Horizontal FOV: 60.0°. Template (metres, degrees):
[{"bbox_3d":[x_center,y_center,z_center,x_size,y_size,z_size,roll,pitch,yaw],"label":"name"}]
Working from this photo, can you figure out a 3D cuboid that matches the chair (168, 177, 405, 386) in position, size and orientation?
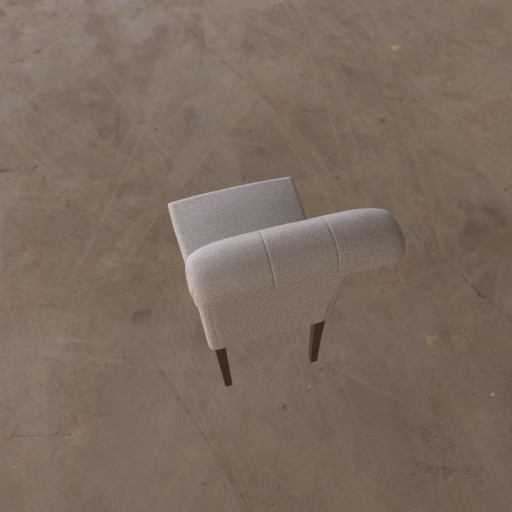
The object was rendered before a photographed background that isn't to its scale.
[{"bbox_3d":[0.000,0.000,1.350,0.456,1.006,0.671,-14,60,-8],"label":"chair"}]
